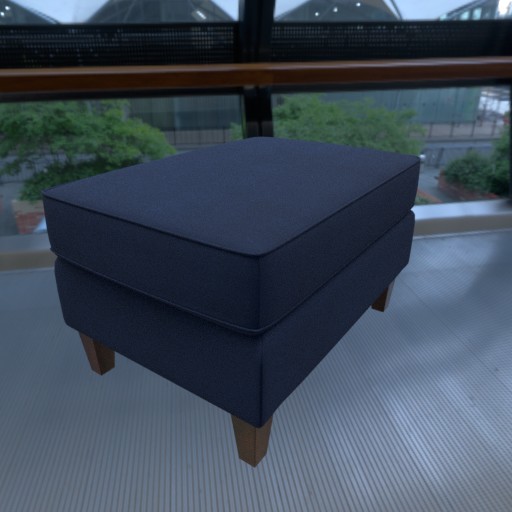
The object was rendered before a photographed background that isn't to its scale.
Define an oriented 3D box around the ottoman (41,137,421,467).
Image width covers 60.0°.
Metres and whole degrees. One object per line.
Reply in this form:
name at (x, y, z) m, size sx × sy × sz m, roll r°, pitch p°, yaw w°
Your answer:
ottoman at (0.000, 0.000, 1.361) m, size 0.686 × 0.584 × 0.965 m, roll 16°, pitch 29°, yaw 31°
